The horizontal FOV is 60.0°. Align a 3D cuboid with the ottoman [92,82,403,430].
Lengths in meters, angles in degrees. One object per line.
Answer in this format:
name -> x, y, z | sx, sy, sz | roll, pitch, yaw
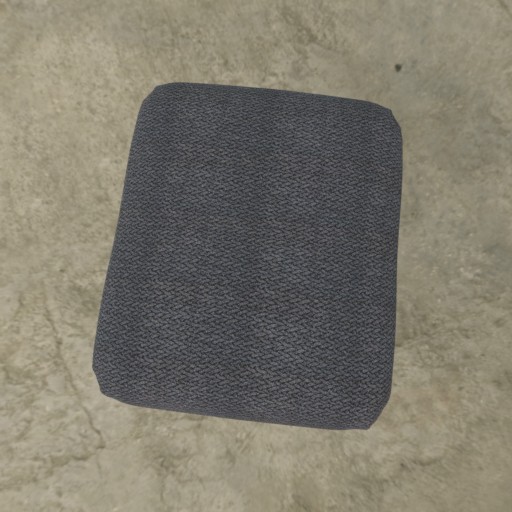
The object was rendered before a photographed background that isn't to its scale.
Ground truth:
ottoman -> 0.000, 0.000, 1.104 | 0.622, 0.450, 0.747 | 6, 77, 1
